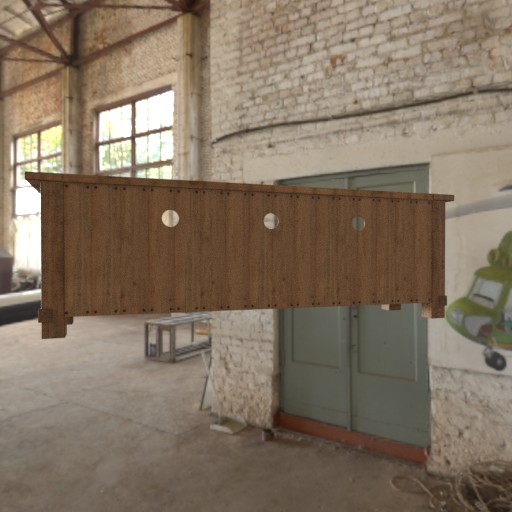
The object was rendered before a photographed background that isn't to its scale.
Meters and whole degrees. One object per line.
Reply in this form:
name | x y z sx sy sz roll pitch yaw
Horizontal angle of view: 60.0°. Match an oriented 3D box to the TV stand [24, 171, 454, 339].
TV stand | 0.000 0.000 1.998 1.804 0.573 0.453 0 0 -18
